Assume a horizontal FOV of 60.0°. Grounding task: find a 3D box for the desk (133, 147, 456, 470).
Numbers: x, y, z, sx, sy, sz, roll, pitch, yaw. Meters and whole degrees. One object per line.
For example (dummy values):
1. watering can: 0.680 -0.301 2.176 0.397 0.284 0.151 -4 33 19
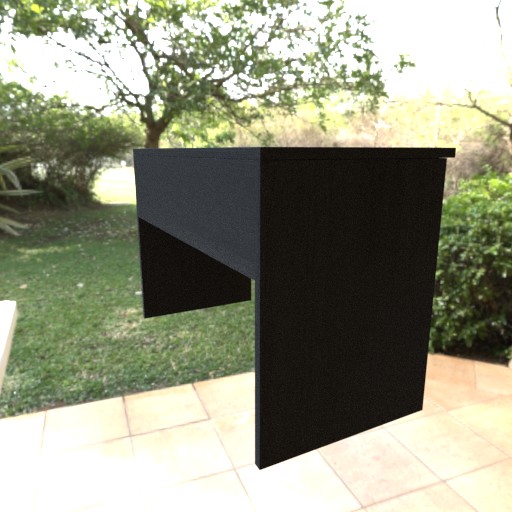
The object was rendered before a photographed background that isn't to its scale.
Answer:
1. desk: 0.000 0.000 1.543 0.557 0.729 1.099 -7 15 -27
